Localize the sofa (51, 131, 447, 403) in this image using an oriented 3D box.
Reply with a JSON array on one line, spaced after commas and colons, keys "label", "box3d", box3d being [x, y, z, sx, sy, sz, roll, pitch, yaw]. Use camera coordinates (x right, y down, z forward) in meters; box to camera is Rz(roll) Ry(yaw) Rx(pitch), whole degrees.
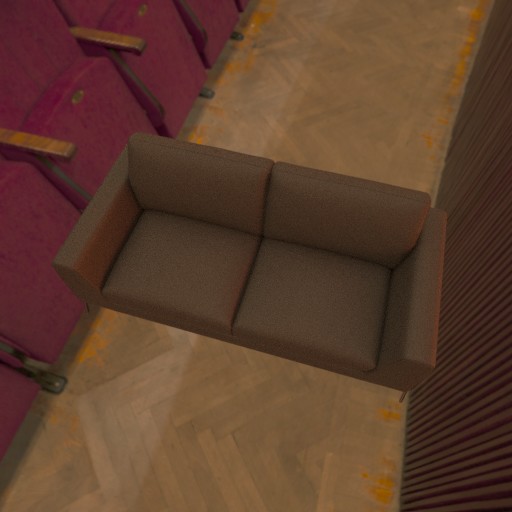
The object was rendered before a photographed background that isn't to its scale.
[{"label": "sofa", "box3d": [0.000, 0.000, 2.568, 2.017, 0.875, 0.953, 14, 59, 9]}]
